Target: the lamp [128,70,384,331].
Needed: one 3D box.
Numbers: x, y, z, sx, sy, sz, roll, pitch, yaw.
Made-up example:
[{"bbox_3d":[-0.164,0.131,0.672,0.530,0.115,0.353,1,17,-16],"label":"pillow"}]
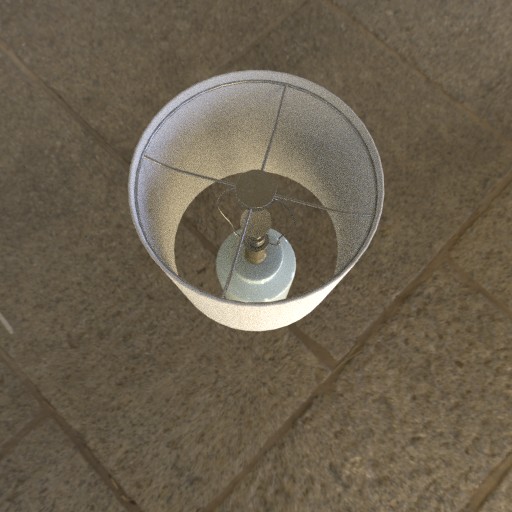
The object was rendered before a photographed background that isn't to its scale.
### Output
[{"bbox_3d":[0.000,0.000,0.604,0.212,0.493,0.212,15,76,4],"label":"lamp"}]
